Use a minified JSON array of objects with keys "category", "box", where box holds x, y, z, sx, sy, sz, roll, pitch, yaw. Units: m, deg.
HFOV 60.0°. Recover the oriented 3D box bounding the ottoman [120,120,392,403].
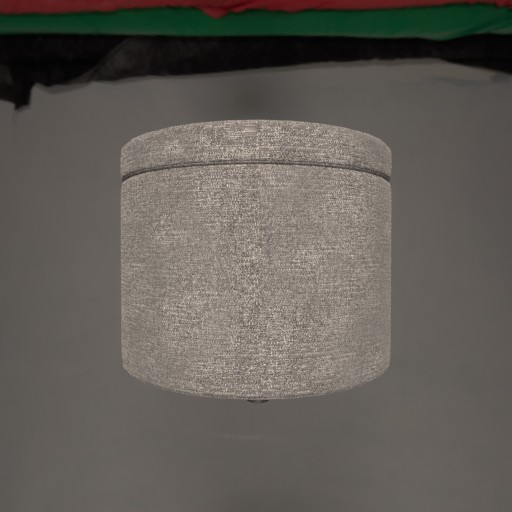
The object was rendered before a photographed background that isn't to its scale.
[{"category":"ottoman","box":[0.000,0.000,0.855,0.500,0.419,0.500,0,1,0]}]
